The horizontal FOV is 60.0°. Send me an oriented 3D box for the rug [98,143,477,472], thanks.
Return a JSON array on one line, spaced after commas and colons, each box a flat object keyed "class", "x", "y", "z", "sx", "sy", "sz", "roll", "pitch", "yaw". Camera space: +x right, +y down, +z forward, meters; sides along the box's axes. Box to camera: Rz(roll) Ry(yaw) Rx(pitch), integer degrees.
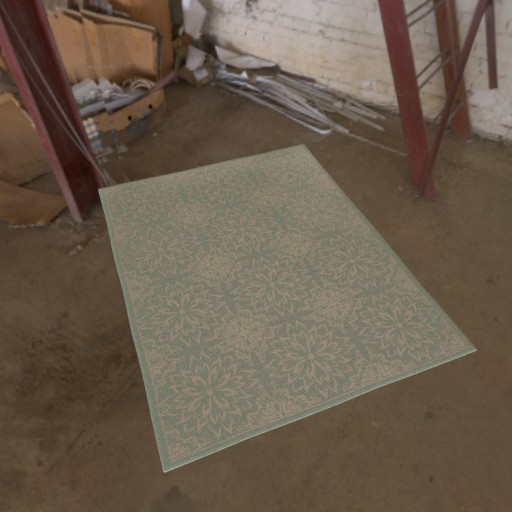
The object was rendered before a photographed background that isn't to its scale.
[{"class": "rug", "x": 0.000, "y": 0.000, "z": 3.949, "sx": 2.363, "sy": 0.012, "sz": 2.980, "roll": -16, "pitch": 49, "yaw": -14}]
